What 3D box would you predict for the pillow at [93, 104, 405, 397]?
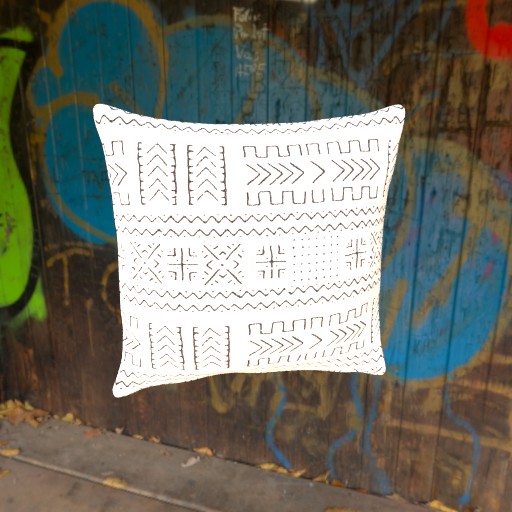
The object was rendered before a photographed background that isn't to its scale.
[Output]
[{"bbox_3d":[0.000,0.000,0.656,0.438,0.430,0.164,-3,15,-10],"label":"pillow"}]
